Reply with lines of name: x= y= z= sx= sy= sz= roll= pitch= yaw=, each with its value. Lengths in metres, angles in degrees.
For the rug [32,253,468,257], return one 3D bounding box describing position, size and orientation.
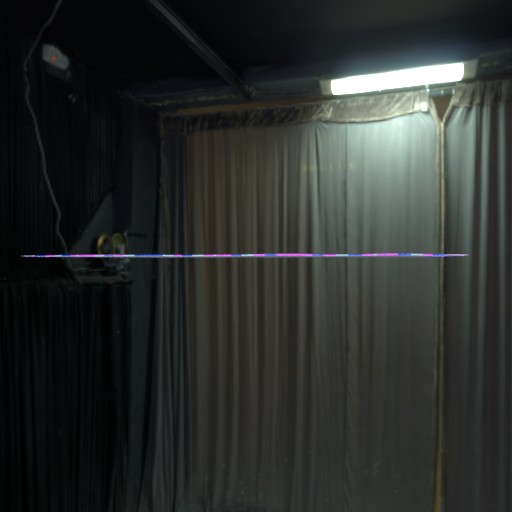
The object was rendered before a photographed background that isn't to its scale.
rug: x=0.000 y=0.000 z=2.911 sx=2.350 sy=0.013 sz=1.539 roll=0 pitch=0 yaw=17
